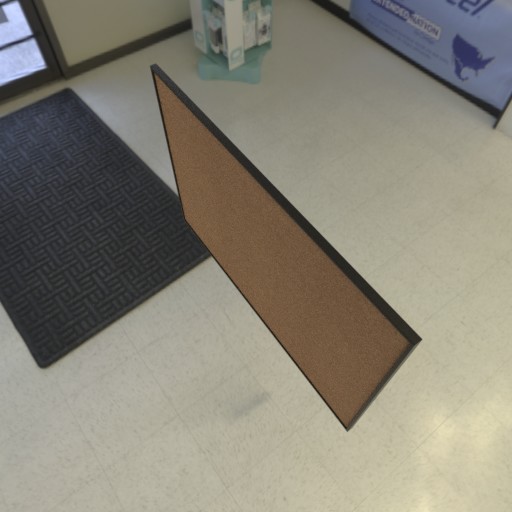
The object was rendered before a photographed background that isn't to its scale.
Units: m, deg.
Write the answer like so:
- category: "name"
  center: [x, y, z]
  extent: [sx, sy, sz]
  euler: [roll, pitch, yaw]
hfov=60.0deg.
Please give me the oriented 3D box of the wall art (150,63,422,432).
- category: "wall art"
  center: [0.000, 0.000, 1.238]
  extent: [0.019, 0.660, 0.957]
  euler: [-30, 62, -18]
